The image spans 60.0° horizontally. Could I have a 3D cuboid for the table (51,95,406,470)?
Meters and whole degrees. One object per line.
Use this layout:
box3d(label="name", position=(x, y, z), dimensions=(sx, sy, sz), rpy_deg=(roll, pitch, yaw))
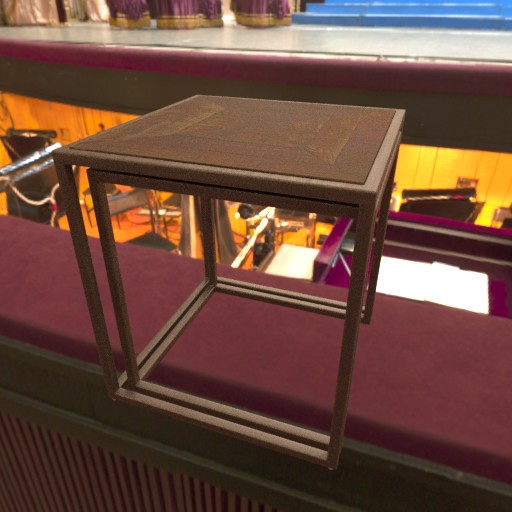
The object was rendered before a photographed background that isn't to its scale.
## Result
box3d(label="table", position=(0.000, 0.000, 0.860), dimensions=(0.449, 0.500, 0.450), rpy_deg=(10, 32, 17))
